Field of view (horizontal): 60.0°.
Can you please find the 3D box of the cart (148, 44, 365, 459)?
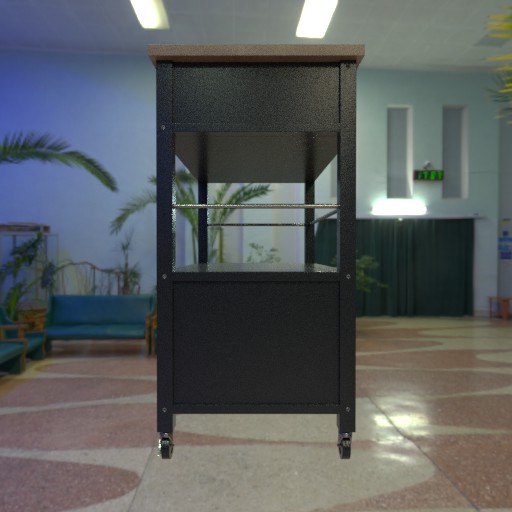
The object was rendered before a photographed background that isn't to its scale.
[{"bbox_3d":[0.000,0.000,1.357,0.459,0.901,0.840,0,1,0],"label":"cart"}]
